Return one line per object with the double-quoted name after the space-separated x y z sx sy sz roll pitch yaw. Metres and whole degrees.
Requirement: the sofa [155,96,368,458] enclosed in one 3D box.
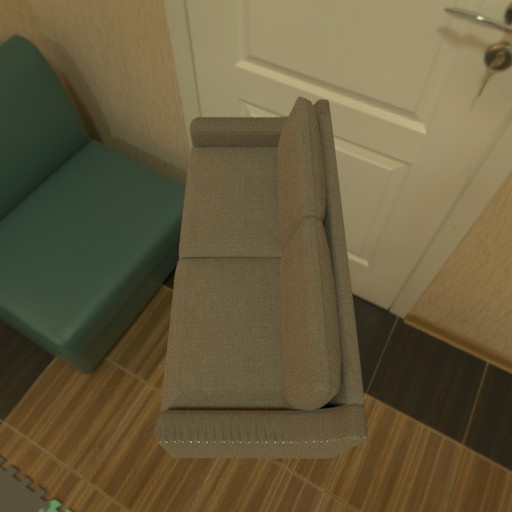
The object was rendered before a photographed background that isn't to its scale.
0.000 0.000 2.739 1.000 0.857 2.208 0 59 0 "sofa"
